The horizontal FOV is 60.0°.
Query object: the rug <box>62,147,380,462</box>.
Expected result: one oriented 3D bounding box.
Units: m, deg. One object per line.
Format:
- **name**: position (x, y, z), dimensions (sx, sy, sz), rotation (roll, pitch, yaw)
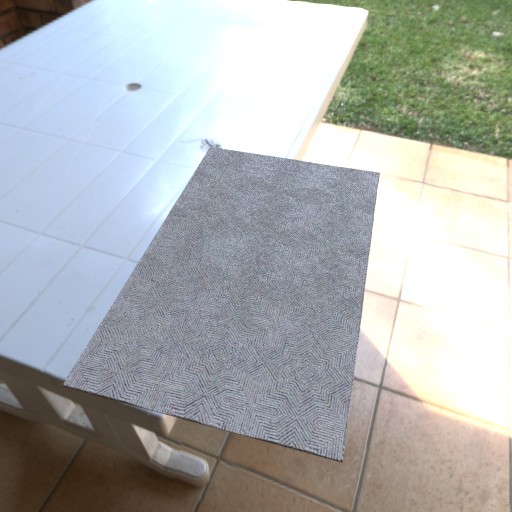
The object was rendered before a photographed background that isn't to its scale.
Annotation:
- **rug**: position (0.000, 0.000, 3.068), dimensions (1.519, 0.007, 2.428), rotation (11, 47, 10)
